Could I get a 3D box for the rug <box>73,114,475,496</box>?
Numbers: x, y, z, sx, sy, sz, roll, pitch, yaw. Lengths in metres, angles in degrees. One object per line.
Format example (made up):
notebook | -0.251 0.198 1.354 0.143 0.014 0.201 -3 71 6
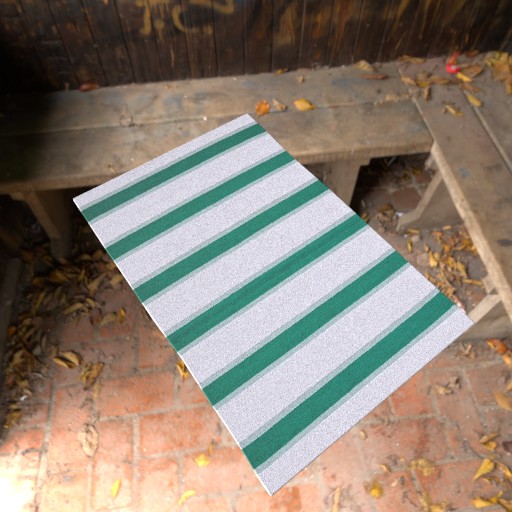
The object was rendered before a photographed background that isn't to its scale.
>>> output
rug | 0.000 0.000 2.286 1.210 0.012 1.829 -32 63 -19
